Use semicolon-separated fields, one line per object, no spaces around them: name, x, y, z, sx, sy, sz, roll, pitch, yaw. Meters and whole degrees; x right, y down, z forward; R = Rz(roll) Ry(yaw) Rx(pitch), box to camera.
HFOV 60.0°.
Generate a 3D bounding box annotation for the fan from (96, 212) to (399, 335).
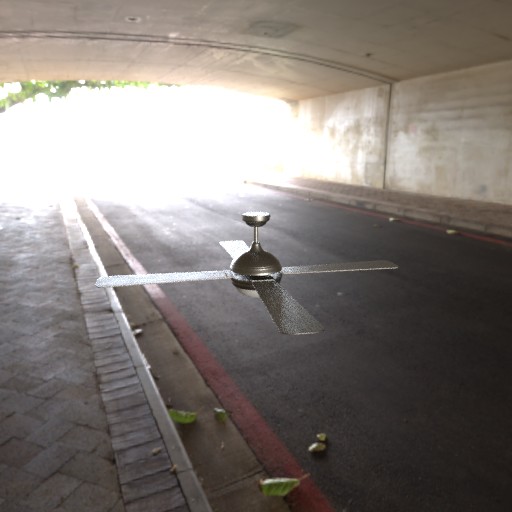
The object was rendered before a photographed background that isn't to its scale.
fan;0.000;0.000;2.001;1.321;0.381;1.321;2;14;8
